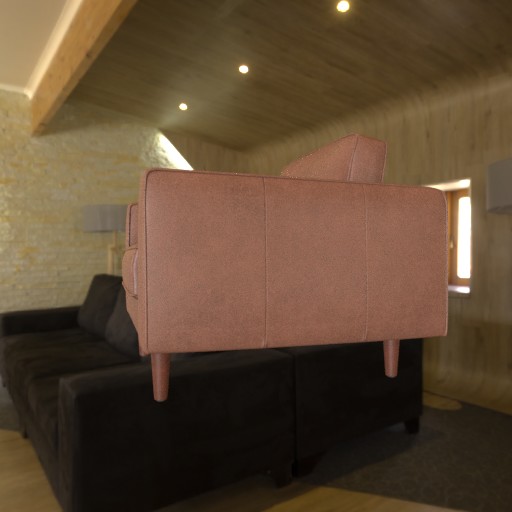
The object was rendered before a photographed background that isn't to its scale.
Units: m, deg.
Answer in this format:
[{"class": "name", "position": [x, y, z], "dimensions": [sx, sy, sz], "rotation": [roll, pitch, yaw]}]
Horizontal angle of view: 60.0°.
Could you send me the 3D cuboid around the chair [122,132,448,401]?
[{"class": "chair", "position": [0.000, 0.000, 1.557], "dimensions": [0.900, 0.770, 0.920], "rotation": [0, 0, -19]}]
